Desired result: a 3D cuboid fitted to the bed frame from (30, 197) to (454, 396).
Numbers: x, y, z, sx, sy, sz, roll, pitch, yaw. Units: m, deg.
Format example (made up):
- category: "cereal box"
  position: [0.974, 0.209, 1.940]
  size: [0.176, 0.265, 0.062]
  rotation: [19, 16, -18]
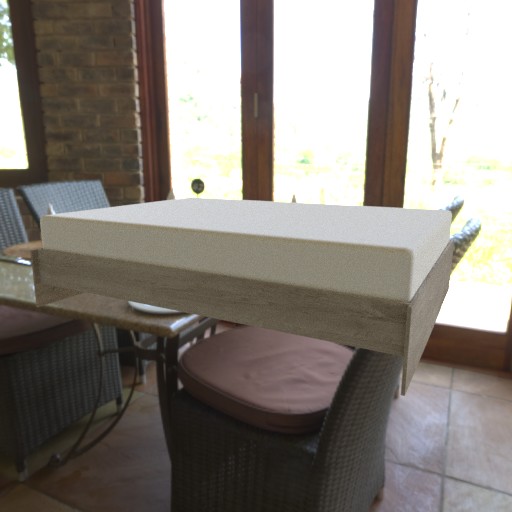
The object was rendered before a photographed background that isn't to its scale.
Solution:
- category: "bed frame"
  position: [0.000, 0.000, 2.535]
  size: [1.945, 0.497, 1.445]
  rotation: [7, 14, 28]
